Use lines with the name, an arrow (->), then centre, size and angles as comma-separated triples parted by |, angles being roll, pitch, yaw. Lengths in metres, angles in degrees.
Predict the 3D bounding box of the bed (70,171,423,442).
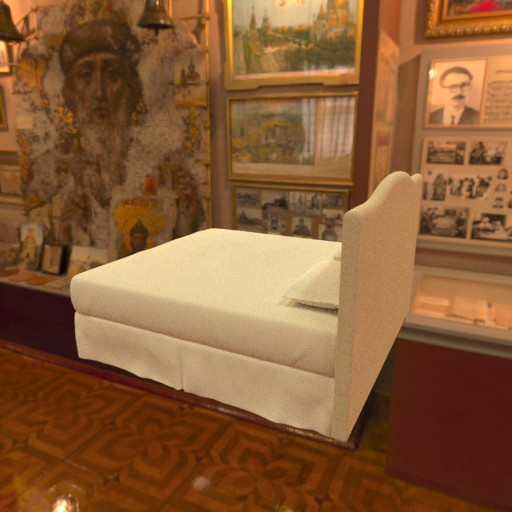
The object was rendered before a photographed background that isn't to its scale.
bed -> 0.000, 0.000, 3.577 | 2.182, 1.421, 2.083 | 8, 18, 26
